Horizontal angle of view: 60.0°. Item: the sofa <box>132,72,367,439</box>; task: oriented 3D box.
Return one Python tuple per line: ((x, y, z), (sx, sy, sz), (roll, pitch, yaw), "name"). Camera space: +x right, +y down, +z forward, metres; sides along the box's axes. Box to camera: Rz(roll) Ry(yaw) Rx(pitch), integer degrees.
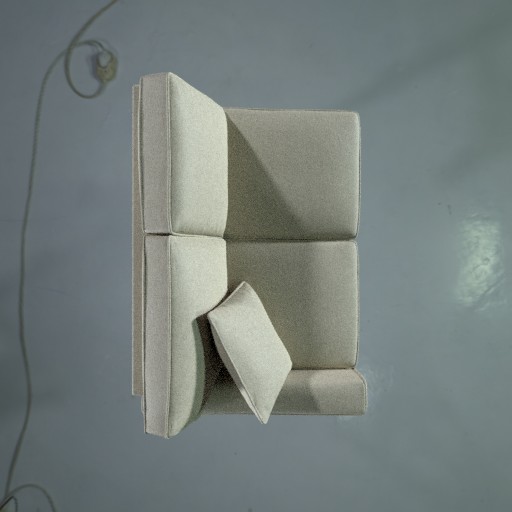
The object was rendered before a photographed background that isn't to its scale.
((0.000, 0.000, 2.066), (0.991, 0.989, 1.388), (0, 90, -1), "sofa")
